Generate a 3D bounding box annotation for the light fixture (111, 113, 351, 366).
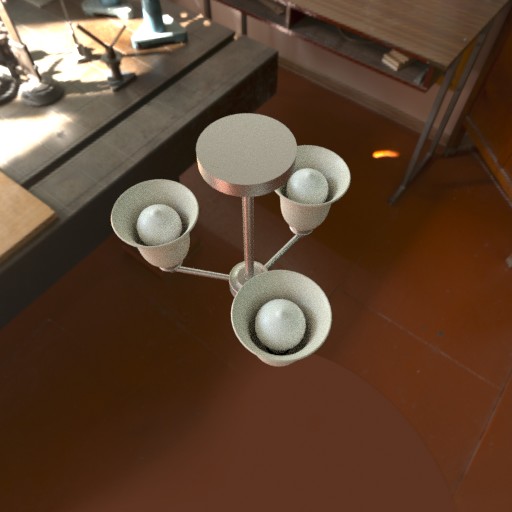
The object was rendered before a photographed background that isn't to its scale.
[{"bbox_3d":[0.000,0.000,0.664,0.388,0.370,0.354,-15,58,-10],"label":"light fixture"}]
